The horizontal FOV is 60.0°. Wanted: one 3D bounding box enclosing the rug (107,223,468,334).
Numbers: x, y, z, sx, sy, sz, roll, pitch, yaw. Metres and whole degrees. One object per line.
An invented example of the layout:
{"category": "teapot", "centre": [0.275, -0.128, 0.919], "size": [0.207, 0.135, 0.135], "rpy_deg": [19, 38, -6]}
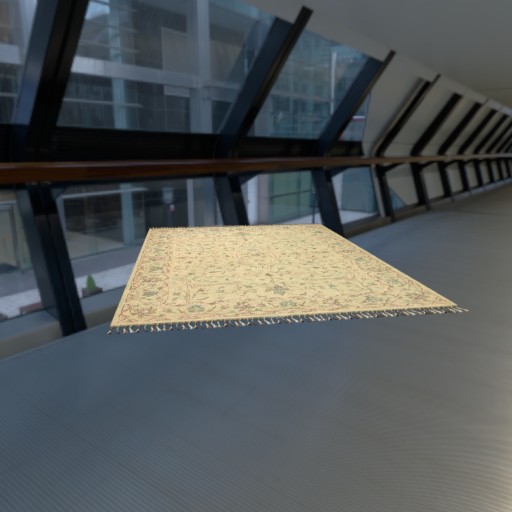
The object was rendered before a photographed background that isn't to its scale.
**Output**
{"category": "rug", "centre": [0.000, 0.000, 2.324], "size": [1.247, 0.008, 1.802], "rpy_deg": [-2, 14, -9]}
